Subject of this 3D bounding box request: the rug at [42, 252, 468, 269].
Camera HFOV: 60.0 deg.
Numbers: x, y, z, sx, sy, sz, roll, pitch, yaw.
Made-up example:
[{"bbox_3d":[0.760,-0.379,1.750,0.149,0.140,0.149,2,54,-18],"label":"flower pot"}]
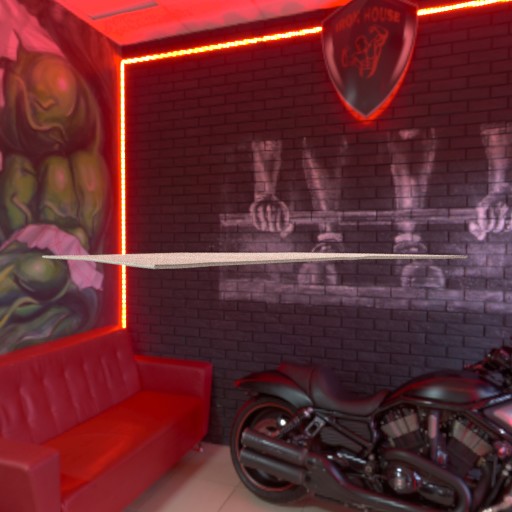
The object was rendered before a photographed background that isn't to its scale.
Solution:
[{"bbox_3d":[0.000,0.000,4.170,3.202,0.045,2.434,-1,2,-37],"label":"rug"}]
